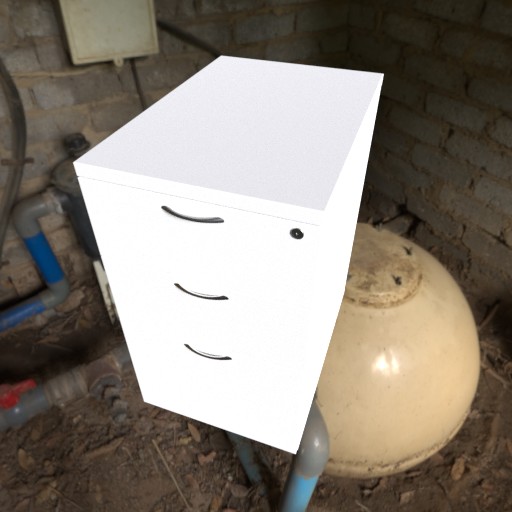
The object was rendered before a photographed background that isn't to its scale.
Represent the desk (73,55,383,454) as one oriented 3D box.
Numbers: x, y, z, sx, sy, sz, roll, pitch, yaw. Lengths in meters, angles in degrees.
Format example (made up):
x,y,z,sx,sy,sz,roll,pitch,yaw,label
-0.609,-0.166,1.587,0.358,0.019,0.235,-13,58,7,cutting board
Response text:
x,y,z,sx,sy,sz,roll,pitch,yaw,label
0.000,0.000,1.086,0.404,0.730,0.600,13,42,15,desk
